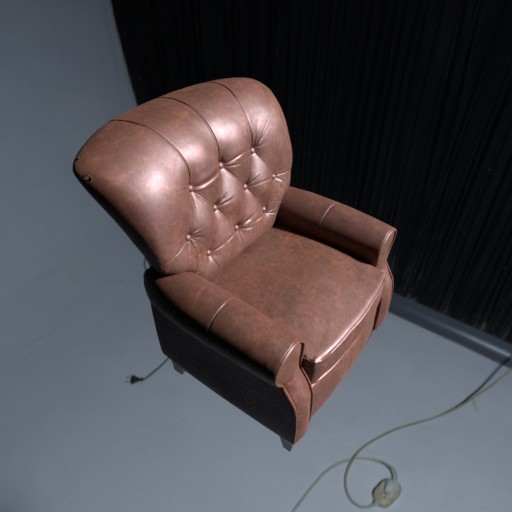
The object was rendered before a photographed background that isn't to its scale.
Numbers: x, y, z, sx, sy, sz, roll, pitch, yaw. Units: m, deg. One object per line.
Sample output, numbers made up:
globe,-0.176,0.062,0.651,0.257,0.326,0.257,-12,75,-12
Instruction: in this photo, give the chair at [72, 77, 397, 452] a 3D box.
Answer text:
chair,0.000,0.000,1.876,1.031,1.162,0.979,26,47,27
